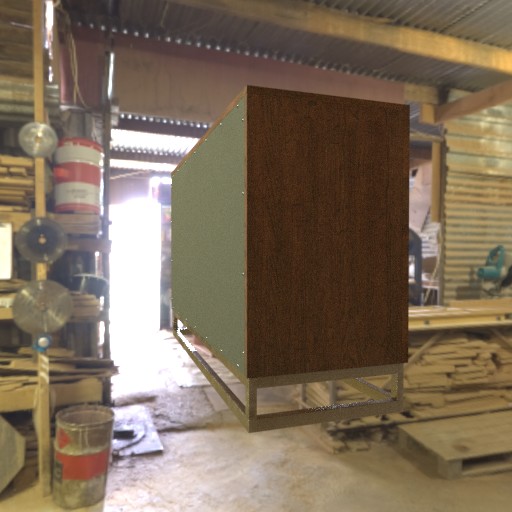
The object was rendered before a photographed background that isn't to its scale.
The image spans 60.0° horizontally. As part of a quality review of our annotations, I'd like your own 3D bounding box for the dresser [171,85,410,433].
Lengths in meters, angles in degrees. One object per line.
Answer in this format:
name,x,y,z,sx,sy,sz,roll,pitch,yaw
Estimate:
dresser,0.000,0.000,2.219,0.623,1.061,1.646,0,1,-19
